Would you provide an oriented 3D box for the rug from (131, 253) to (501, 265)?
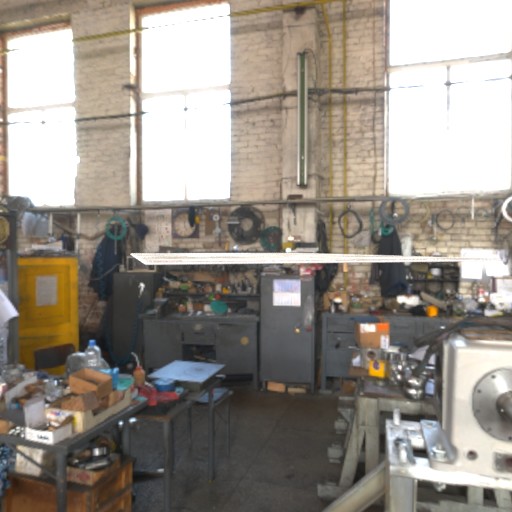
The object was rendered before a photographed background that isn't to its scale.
[{"bbox_3d":[0.000,0.000,2.906,1.536,0.012,2.431,0,1,-17],"label":"rug"}]
